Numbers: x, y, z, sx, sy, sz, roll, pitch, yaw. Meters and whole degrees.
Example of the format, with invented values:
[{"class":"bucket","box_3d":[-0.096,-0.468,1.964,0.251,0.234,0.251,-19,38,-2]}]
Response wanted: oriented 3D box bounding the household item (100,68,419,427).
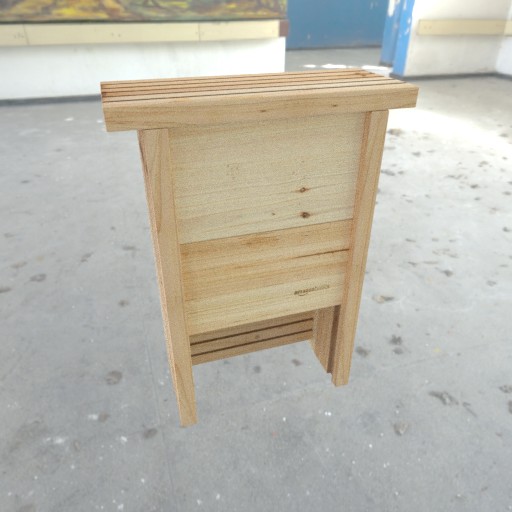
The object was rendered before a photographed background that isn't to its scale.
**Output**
[{"class":"household item","box_3d":[0.000,0.000,0.554,0.301,0.407,0.123,-9,32,-15]}]
